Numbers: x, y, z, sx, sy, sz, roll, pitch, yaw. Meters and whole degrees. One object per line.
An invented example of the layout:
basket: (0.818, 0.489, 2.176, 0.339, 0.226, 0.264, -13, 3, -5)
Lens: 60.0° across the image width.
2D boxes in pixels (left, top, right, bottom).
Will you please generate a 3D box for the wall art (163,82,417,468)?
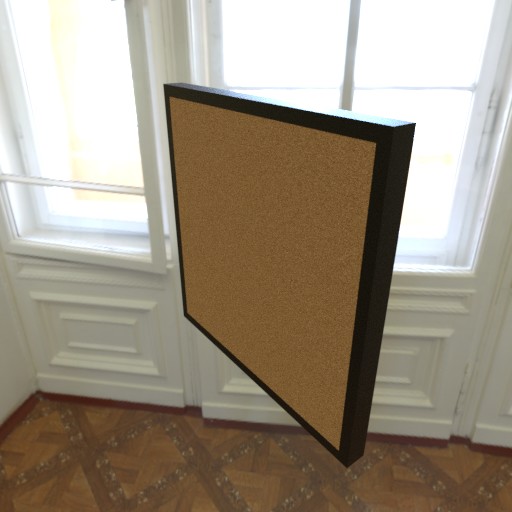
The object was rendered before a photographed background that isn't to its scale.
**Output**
wall art: (0.000, 0.000, 0.750, 0.038, 0.508, 0.508, -19, 32, -33)
